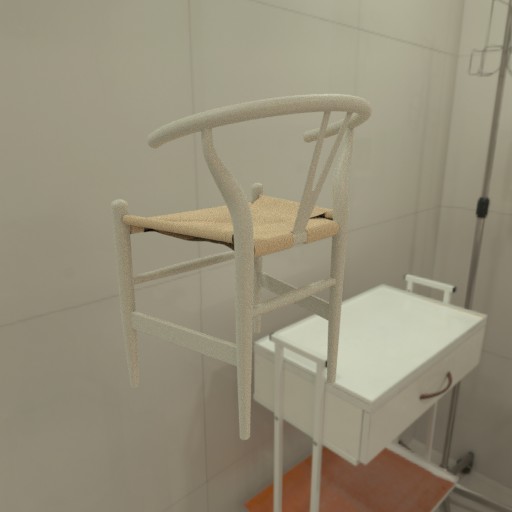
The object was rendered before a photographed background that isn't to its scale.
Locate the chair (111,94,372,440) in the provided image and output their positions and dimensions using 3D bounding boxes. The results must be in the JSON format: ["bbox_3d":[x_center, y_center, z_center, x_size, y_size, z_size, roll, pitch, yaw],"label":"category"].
[{"bbox_3d":[0.000,0.000,1.105,0.533,0.736,0.500,-15,22,-43],"label":"chair"}]
